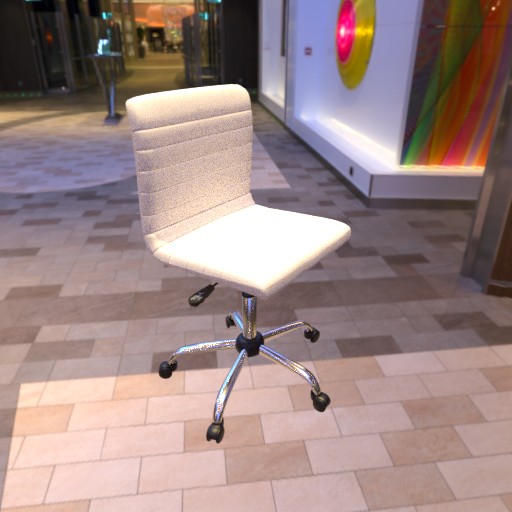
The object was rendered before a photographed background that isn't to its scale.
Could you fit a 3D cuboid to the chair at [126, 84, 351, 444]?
[{"bbox_3d":[0.000,0.000,1.083,0.455,0.750,0.520,18,31,32],"label":"chair"}]
